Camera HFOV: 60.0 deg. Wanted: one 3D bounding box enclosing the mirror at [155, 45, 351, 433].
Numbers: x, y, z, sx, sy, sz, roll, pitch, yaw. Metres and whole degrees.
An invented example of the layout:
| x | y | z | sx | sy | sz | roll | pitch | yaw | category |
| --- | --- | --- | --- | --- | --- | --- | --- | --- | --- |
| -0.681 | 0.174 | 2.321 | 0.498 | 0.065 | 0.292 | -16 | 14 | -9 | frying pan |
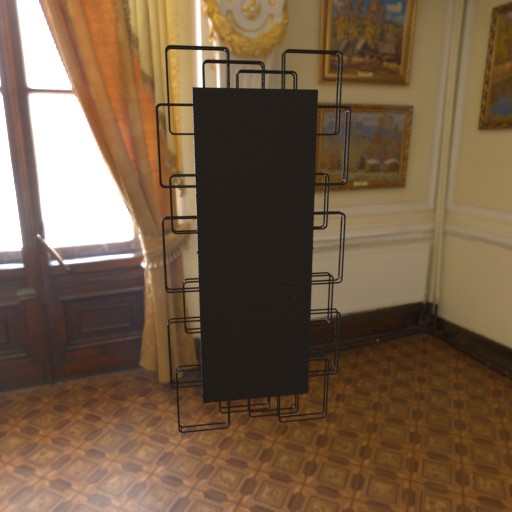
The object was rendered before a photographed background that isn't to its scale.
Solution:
| x | y | z | sx | sy | sz | roll | pitch | yaw | category |
| --- | --- | --- | --- | --- | --- | --- | --- | --- | --- |
| 0.000 | 0.000 | 1.385 | 0.565 | 1.192 | 0.037 | -2 | 15 | -9 | mirror |
